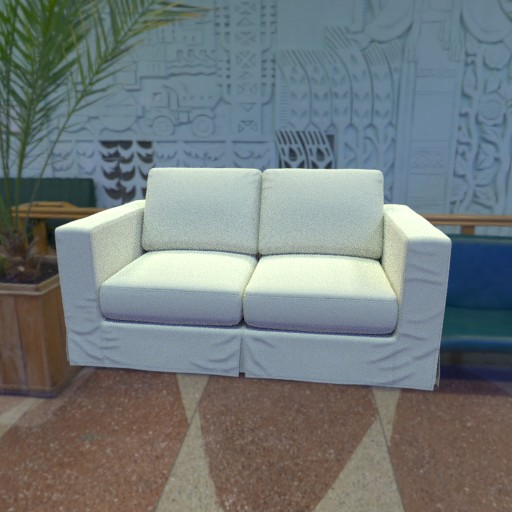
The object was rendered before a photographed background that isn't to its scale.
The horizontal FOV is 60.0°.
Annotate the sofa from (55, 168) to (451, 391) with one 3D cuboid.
[{"bbox_3d":[0.000,0.000,2.476,1.813,0.932,1.009,2,15,7],"label":"sofa"}]
